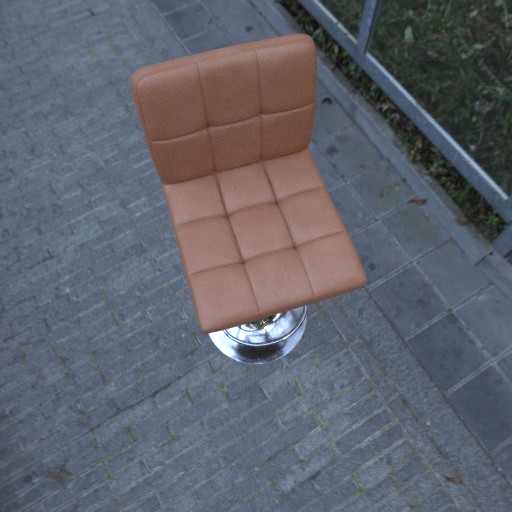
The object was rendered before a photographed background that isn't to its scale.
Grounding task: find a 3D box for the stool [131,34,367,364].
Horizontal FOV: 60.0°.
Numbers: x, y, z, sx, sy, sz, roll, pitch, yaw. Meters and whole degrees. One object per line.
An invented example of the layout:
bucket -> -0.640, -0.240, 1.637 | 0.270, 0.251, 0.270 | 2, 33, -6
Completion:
stool -> 0.000, 0.000, 1.350 | 0.430, 1.115, 0.505 | -16, 65, -7
